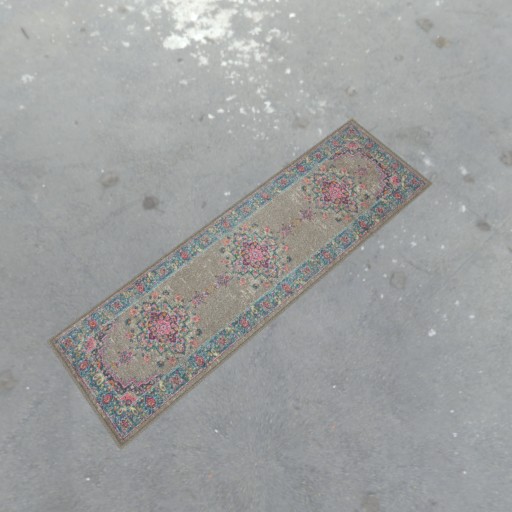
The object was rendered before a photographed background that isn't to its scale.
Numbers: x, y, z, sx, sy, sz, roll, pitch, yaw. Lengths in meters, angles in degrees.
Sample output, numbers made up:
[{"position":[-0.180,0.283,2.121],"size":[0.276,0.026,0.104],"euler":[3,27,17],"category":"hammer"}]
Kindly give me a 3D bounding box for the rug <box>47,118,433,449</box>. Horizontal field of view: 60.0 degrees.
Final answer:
[{"position":[0.000,0.000,2.007],"size":[1.827,0.012,0.553],"euler":[-38,70,-16],"category":"rug"}]
